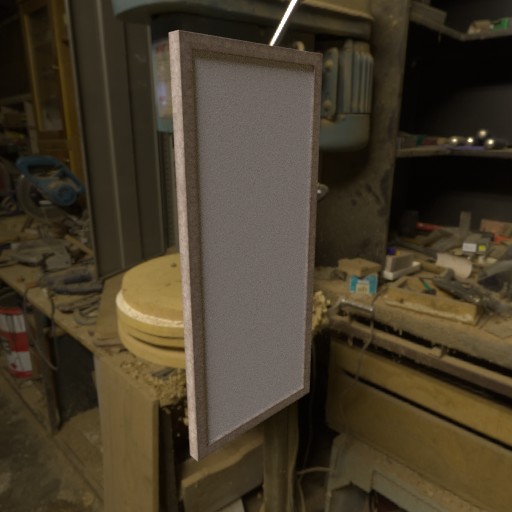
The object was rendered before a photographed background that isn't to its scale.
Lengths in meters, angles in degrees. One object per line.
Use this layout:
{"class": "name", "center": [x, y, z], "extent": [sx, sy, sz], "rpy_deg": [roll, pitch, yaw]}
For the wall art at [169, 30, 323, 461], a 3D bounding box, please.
{"class": "wall art", "center": [0.000, 0.000, 1.678], "extent": [0.648, 1.461, 0.051], "rpy_deg": [-15, 22, -42]}
